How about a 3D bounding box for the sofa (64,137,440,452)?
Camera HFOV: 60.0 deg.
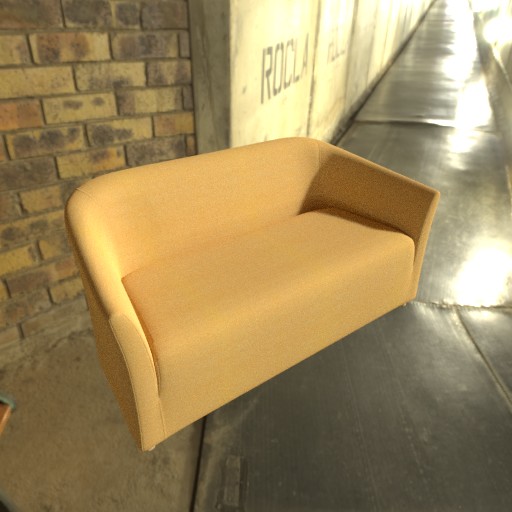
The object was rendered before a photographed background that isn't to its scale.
[{"bbox_3d":[0.000,0.000,1.834,1.452,0.721,0.705,-20,35,-32],"label":"sofa"}]
